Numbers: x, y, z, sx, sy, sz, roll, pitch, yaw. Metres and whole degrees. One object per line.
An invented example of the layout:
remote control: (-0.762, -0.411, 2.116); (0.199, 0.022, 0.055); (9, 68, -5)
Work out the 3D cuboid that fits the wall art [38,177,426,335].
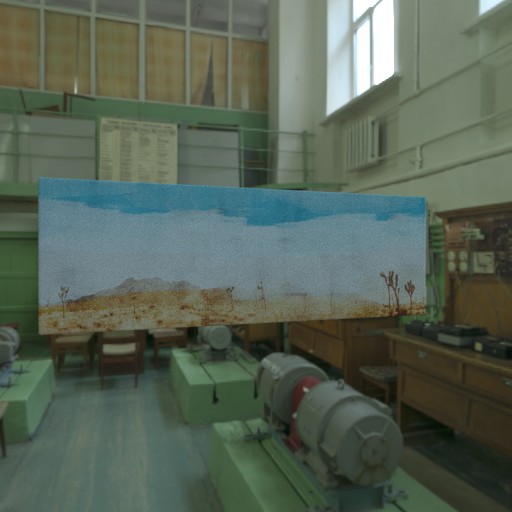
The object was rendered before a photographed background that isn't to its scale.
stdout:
wall art: (0.000, 0.000, 0.855); (0.759, 0.254, 0.044); (0, 0, -19)
